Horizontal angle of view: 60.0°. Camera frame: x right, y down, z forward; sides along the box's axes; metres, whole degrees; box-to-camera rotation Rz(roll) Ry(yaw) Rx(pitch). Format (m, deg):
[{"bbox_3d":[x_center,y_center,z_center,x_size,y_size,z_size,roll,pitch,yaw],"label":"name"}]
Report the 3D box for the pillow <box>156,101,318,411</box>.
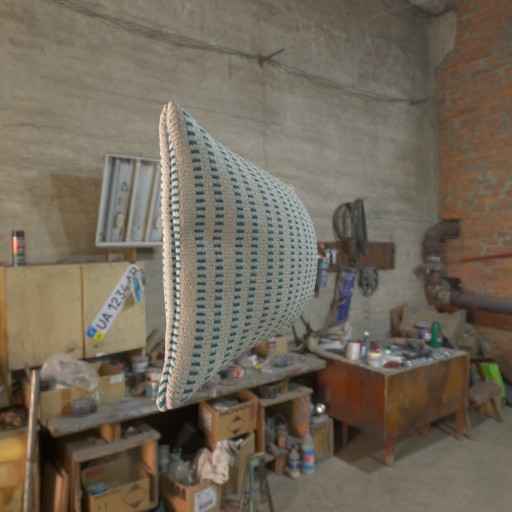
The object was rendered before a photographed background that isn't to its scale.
[{"bbox_3d":[0.000,0.000,0.799,0.210,0.353,0.640,0,0,17],"label":"pillow"}]
